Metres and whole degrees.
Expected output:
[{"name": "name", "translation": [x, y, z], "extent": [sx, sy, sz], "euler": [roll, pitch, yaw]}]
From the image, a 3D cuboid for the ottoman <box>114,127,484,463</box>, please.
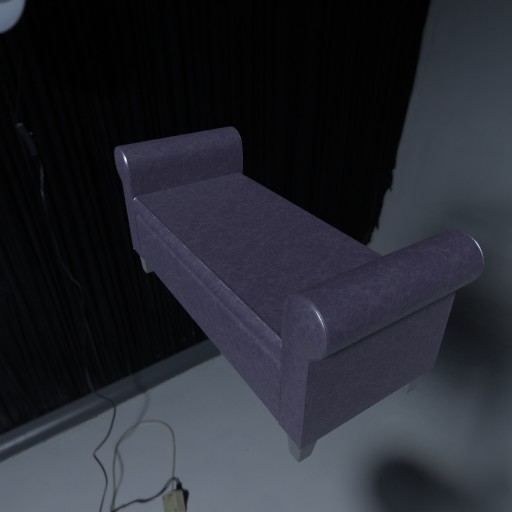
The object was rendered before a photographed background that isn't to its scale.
[{"name": "ottoman", "translation": [0.000, 0.000, 1.514], "extent": [0.521, 0.547, 1.256], "euler": [-19, 36, -28]}]
